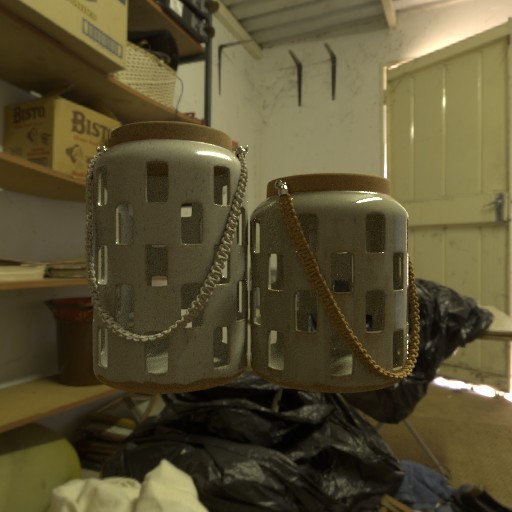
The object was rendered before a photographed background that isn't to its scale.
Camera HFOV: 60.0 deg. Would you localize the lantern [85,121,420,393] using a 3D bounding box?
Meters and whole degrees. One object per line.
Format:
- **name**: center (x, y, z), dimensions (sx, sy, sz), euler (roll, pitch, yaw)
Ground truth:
- **lantern**: center (0.000, 0.000, 0.475), dimensions (0.347, 0.255, 0.184), euler (0, 0, 0)
